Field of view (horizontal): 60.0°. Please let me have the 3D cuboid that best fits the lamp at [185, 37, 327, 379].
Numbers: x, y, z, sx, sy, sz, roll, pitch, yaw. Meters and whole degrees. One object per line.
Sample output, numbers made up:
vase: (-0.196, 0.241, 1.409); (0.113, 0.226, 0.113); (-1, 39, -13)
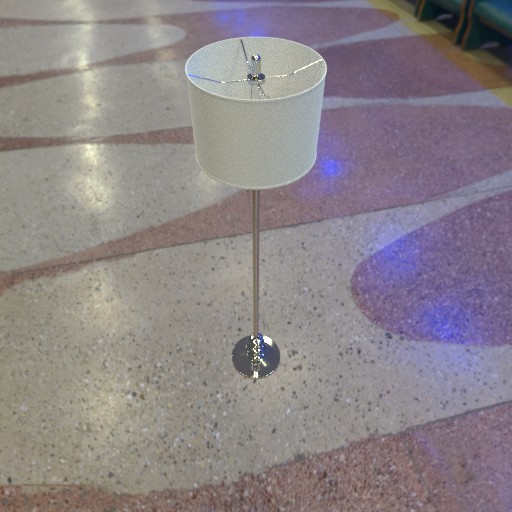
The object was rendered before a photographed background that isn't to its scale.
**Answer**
lamp: (0.000, 0.000, 1.653); (0.356, 1.487, 0.356); (-10, 48, -9)
